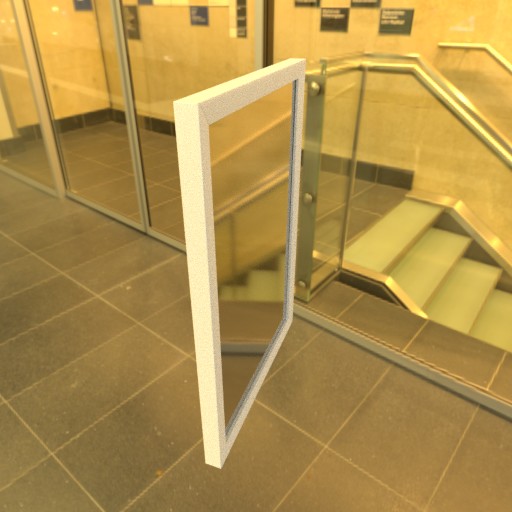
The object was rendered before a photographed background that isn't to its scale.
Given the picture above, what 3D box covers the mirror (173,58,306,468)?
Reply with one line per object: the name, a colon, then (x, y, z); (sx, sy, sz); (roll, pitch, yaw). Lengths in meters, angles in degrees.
mirror: (0.000, 0.000, 0.928); (0.040, 0.710, 0.507); (11, 32, 18)
